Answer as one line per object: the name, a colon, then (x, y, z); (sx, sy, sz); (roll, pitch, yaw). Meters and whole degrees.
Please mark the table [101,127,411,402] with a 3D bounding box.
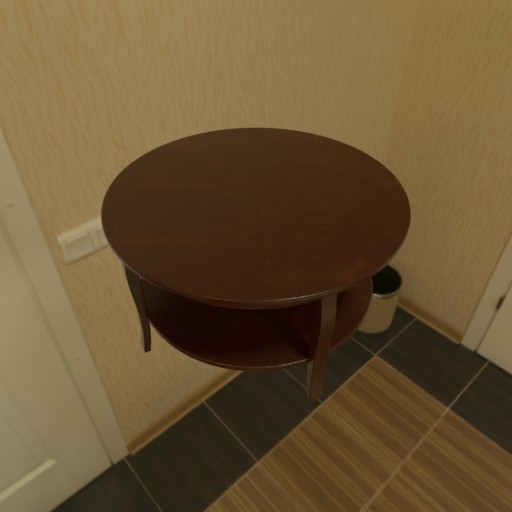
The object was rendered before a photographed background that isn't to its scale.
table: (0.000, 0.000, 1.511); (0.911, 0.512, 0.911); (0, 41, 0)
